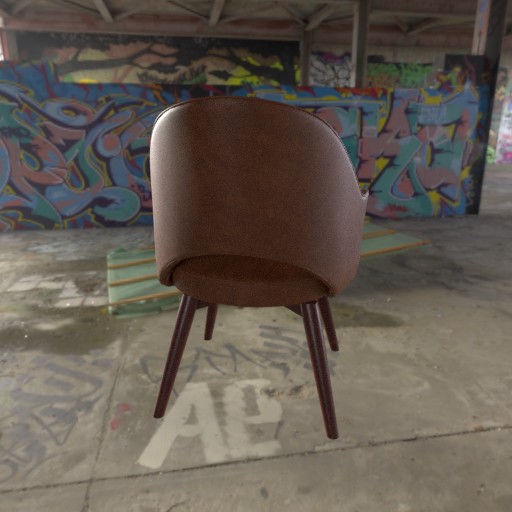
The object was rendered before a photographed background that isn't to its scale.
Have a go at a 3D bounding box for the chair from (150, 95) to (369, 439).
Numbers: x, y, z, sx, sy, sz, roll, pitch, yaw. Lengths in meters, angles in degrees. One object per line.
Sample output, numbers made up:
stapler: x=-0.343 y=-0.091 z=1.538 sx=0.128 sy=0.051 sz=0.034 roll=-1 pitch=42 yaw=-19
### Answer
chair: x=0.000 y=0.000 z=1.204 sx=0.591 sy=0.777 sz=0.640 roll=3 pitch=16 yaw=10
